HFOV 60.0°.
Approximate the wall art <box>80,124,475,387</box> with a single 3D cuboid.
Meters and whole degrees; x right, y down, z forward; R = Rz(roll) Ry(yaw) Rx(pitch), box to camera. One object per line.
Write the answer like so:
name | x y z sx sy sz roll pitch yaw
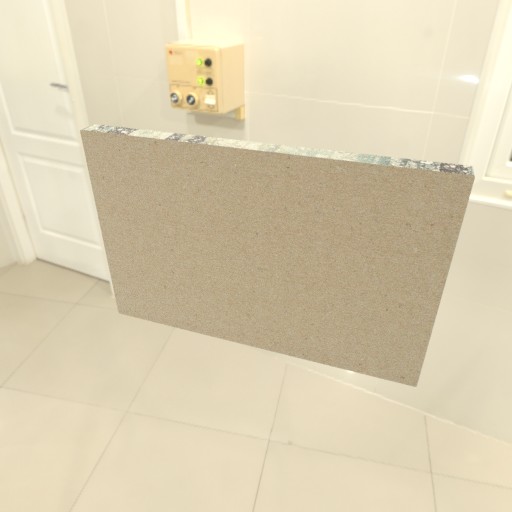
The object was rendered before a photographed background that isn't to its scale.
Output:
wall art | 0.000 0.000 0.784 0.618 0.398 0.042 11 34 17
